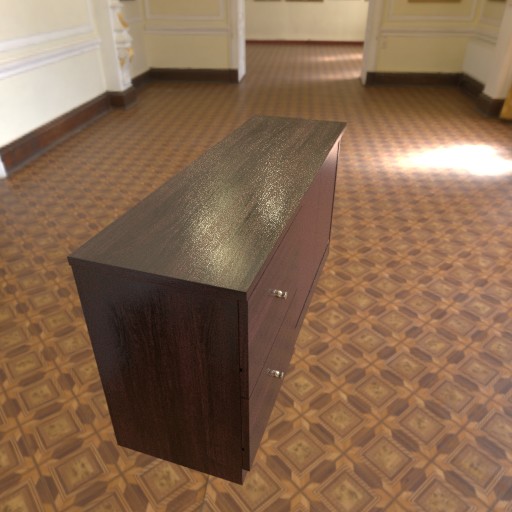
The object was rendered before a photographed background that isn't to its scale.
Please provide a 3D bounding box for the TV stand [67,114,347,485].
[{"bbox_3d":[0.000,0.000,1.478,0.404,0.614,1.192,10,33,16],"label":"TV stand"}]
